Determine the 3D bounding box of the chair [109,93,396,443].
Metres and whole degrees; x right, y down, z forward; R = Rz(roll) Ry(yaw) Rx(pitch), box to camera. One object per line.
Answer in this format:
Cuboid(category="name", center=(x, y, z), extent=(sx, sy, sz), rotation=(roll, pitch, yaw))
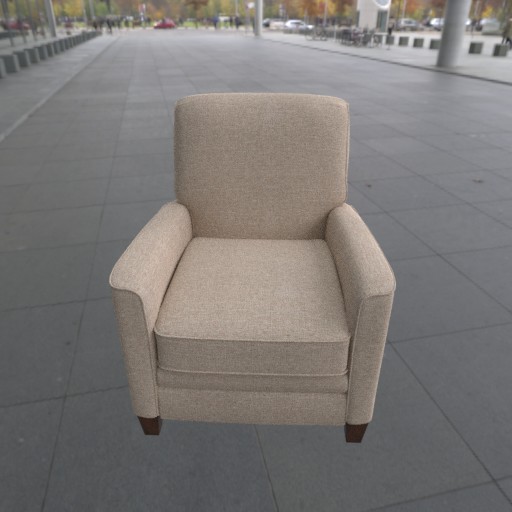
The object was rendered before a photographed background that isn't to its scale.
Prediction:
Cuboid(category="chair", center=(0.000, 0.000, 1.617), extent=(0.841, 1.028, 0.858), rotation=(1, 28, 2))
